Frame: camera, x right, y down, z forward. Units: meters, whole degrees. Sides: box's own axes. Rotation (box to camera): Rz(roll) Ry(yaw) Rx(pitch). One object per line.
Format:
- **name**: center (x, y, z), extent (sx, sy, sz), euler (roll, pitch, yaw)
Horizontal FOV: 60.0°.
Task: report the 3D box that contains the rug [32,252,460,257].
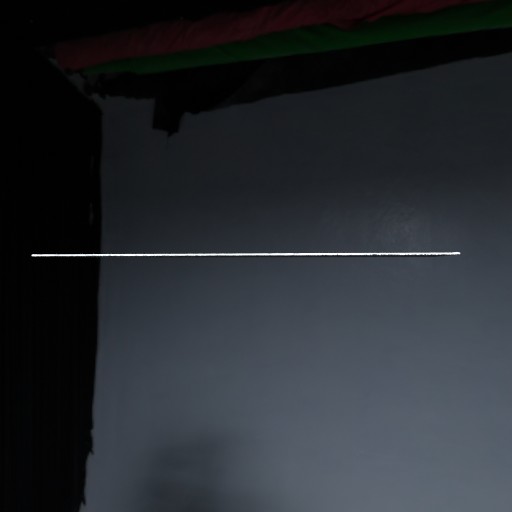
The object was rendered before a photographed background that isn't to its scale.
- **rug**: center (0.000, 0.000, 3.092), extent (2.442, 0.010, 1.546), euler (0, -1, 18)
